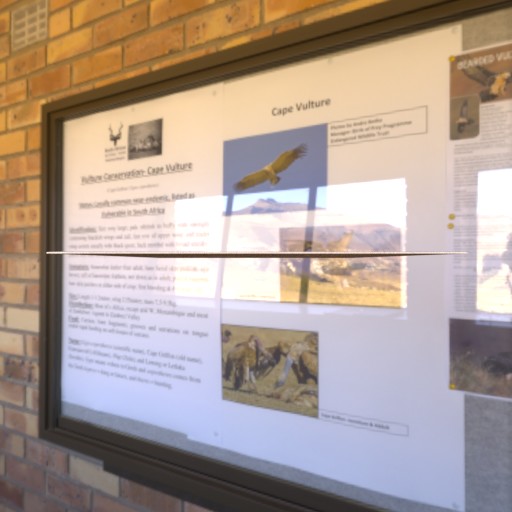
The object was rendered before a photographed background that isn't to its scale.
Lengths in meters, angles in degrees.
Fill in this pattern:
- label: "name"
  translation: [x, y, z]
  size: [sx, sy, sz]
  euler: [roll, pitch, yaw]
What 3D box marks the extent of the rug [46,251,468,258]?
- label: "rug"
  translation: [0.000, 0.000, 3.967]
  size: [2.363, 0.012, 2.980]
  euler: [0, -1, 0]
